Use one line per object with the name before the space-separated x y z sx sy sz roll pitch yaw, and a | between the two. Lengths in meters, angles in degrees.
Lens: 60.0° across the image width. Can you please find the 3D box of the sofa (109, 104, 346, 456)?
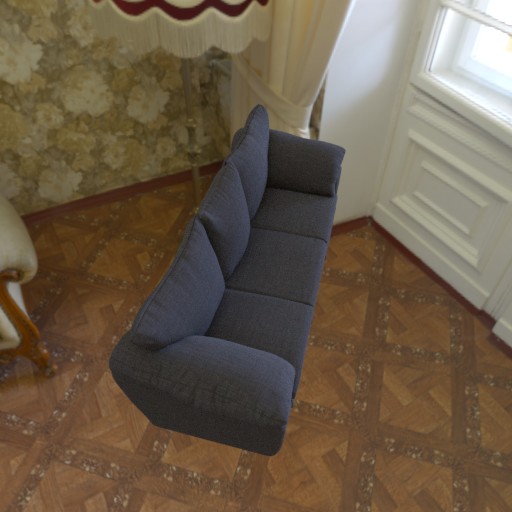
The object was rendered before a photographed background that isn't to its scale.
sofa | 0.000 0.000 2.904 0.883 1.080 2.336 10 46 10
